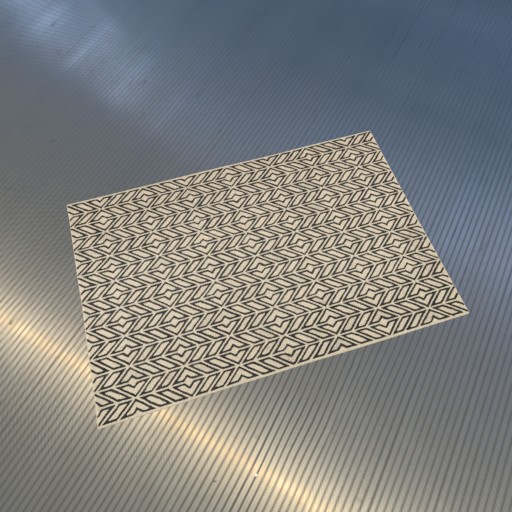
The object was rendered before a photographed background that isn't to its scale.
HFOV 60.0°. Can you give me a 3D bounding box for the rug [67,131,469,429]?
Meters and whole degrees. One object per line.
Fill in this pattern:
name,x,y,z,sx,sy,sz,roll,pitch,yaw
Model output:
rug,0.000,0.000,2.324,1.828,0.007,1.220,-15,65,-7
